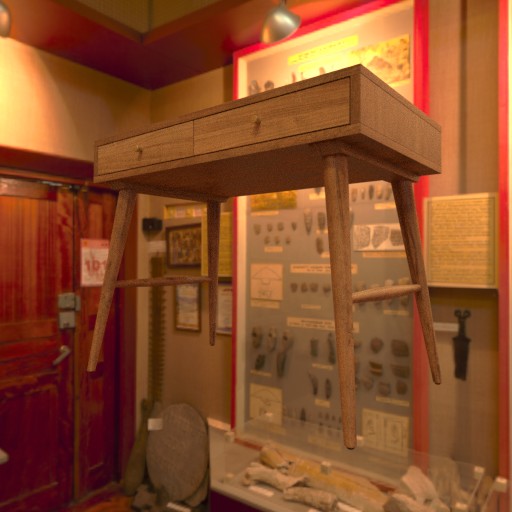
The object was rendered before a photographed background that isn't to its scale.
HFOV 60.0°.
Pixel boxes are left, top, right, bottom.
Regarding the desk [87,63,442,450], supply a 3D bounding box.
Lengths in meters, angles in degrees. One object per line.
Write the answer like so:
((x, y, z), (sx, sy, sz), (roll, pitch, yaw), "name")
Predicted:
((0.000, 0.000, 1.376), (0.949, 0.758, 0.588), (0, 0, 39), "desk")
